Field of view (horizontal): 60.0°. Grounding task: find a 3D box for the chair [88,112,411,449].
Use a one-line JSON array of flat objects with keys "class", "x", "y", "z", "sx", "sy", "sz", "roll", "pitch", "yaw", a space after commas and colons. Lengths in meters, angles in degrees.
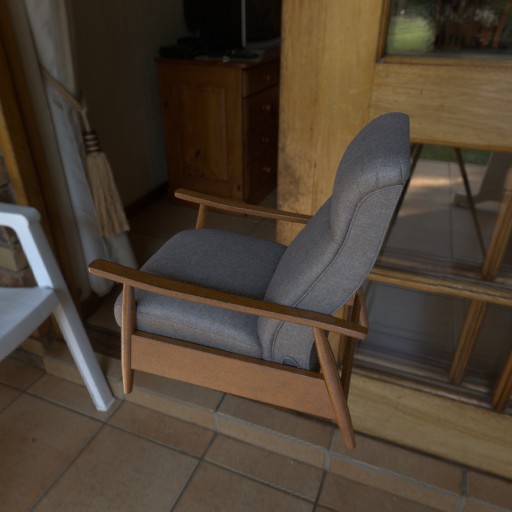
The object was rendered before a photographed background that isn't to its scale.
[{"class": "chair", "x": 0.000, "y": 0.000, "z": 1.778, "sx": 1.014, "sy": 1.081, "sz": 0.762, "roll": 8, "pitch": 32, "yaw": 14}]
